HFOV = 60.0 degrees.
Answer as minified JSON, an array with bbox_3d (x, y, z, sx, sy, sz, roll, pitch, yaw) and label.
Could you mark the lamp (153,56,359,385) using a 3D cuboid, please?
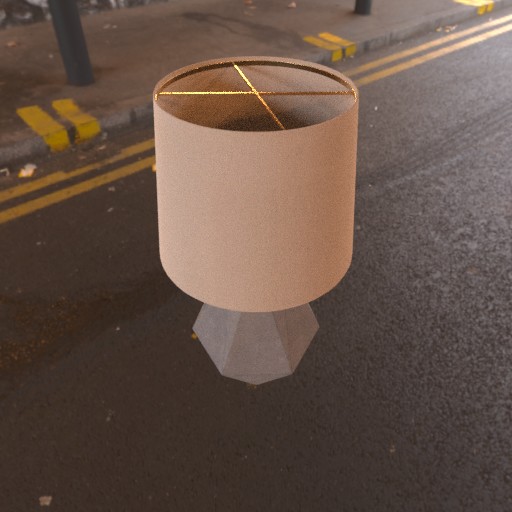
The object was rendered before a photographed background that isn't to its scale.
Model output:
[{"bbox_3d":[0.000,0.000,0.663,0.276,0.501,0.276,0,41,0],"label":"lamp"}]
